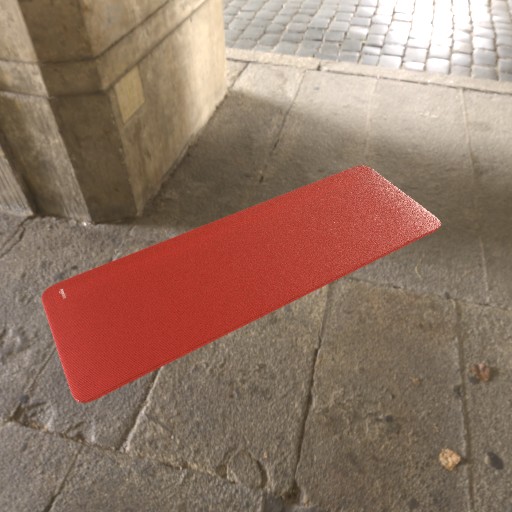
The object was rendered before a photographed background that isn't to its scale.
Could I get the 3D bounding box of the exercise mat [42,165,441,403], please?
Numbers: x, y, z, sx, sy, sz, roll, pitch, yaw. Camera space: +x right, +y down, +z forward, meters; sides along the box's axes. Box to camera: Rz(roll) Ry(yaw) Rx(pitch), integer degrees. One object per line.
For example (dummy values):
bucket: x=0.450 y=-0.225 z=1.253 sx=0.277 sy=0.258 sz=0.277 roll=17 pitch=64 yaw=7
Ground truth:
exercise mat: x=0.000 y=0.000 z=2.096 sx=1.869 sy=0.021 sz=0.616 roll=-24 pitch=51 yaw=-21
